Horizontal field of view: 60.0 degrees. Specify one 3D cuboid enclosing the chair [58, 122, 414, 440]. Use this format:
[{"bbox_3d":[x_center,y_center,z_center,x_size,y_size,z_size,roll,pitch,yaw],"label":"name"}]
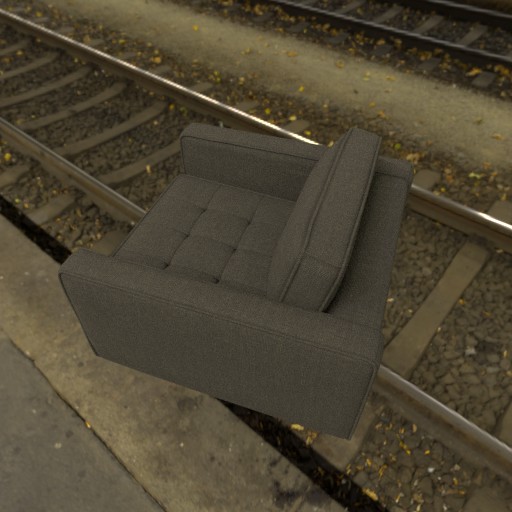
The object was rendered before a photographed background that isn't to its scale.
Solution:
[{"bbox_3d":[0.000,0.000,1.559,0.919,0.770,0.899,14,47,13],"label":"chair"}]
